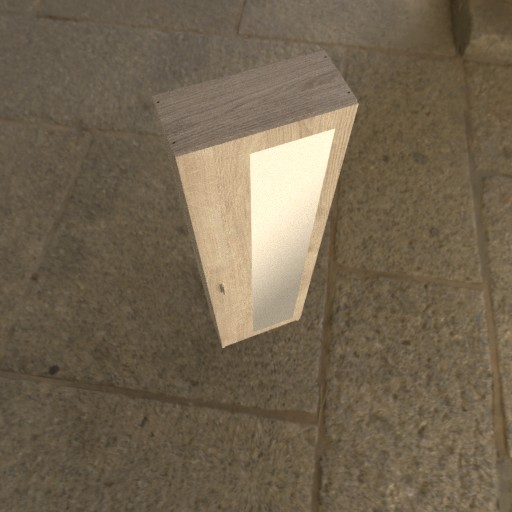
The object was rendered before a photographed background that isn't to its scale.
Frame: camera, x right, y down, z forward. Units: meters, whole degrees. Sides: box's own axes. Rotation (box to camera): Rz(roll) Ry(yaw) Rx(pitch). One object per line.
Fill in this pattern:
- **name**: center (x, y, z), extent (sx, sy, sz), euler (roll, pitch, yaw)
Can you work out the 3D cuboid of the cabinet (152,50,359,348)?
- **cabinet**: center (0.000, 0.000, 1.956), extent (0.500, 1.790, 0.230), euler (-19, 65, -9)
